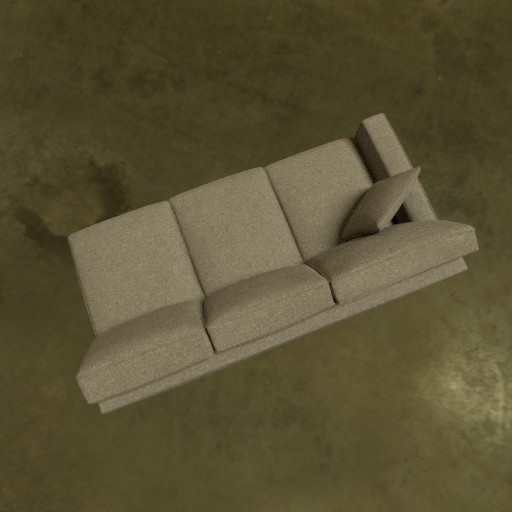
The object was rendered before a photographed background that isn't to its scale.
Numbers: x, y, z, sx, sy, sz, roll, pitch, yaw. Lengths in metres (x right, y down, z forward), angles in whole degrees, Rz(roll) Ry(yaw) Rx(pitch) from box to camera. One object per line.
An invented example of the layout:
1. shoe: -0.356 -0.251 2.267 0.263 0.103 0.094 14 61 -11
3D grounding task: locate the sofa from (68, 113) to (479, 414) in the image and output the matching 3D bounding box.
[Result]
1. sofa: 0.000 0.000 2.512 1.963 0.946 1.034 -21 77 -5
